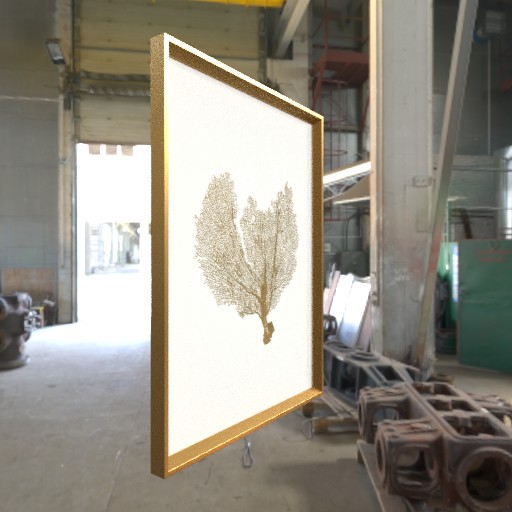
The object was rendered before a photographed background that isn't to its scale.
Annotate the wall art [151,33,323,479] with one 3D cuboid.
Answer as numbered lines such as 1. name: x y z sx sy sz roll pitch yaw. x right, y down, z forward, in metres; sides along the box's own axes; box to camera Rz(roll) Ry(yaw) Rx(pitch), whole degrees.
1. wall art: 0.000 0.000 1.061 0.038 0.812 0.610 0 0 37
